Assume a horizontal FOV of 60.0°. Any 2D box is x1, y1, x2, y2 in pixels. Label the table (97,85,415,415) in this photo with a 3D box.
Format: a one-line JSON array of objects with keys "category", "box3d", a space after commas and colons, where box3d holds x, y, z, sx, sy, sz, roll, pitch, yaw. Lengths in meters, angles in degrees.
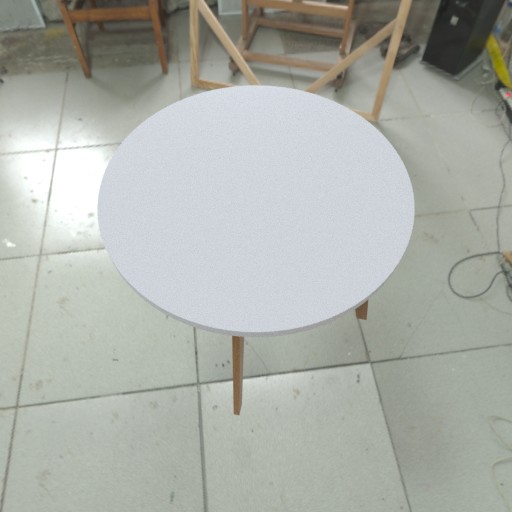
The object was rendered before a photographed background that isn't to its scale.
[{"category": "table", "box3d": [0.000, 0.000, 1.595, 0.896, 0.762, 0.896, 0, 58, 0]}]
